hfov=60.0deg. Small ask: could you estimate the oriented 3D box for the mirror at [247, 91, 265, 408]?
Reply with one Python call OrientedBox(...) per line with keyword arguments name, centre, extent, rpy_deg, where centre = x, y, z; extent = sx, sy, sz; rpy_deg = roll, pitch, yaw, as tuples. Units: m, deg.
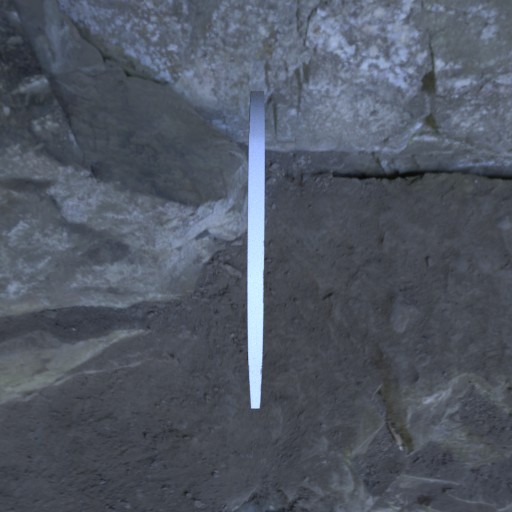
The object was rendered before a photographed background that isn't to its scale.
OrientedBox(name="mirror", centre=(0.000, 0.000, 1.215), extent=(0.032, 0.920, 0.660), rpy_deg=(0, 62, 0))
